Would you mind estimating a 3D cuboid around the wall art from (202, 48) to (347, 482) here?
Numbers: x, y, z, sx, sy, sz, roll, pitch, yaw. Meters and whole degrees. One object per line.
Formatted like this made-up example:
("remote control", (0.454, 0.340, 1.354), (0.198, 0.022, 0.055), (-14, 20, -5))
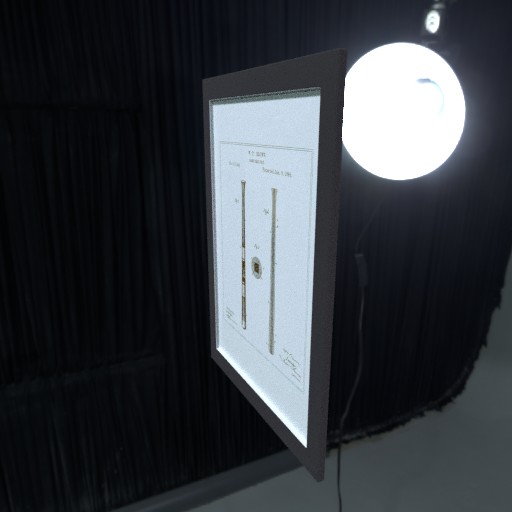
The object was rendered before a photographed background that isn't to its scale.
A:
("wall art", (0.000, 0.000, 0.674), (0.012, 0.529, 0.374), (-9, 19, -27))
